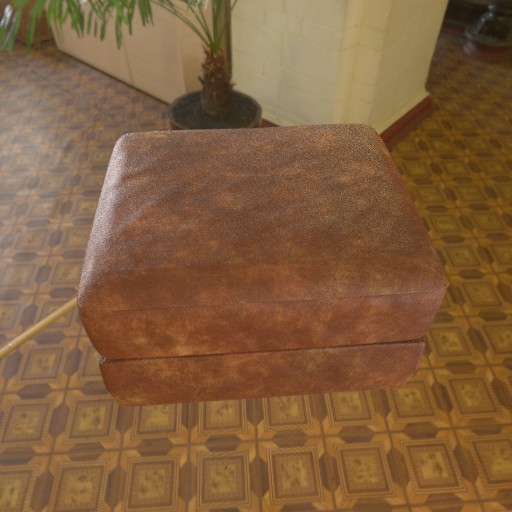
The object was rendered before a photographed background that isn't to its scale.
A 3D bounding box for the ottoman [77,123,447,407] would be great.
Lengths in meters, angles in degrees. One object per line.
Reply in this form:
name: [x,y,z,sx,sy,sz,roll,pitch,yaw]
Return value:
ottoman: [0.000,0.000,1.148,0.751,0.476,0.603,-3,47,-3]
